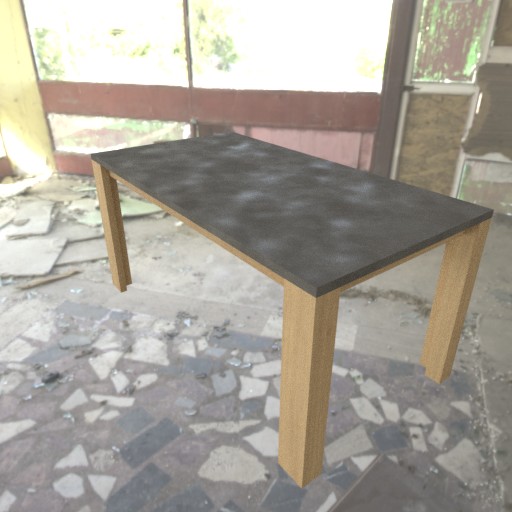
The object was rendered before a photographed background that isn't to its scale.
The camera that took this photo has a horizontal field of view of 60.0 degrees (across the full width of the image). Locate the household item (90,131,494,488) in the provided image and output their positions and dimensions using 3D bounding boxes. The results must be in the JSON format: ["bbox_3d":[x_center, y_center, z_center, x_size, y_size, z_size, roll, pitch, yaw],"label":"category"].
[{"bbox_3d":[0.000,0.000,2.042,0.850,0.755,1.600,-19,33,-33],"label":"household item"}]
